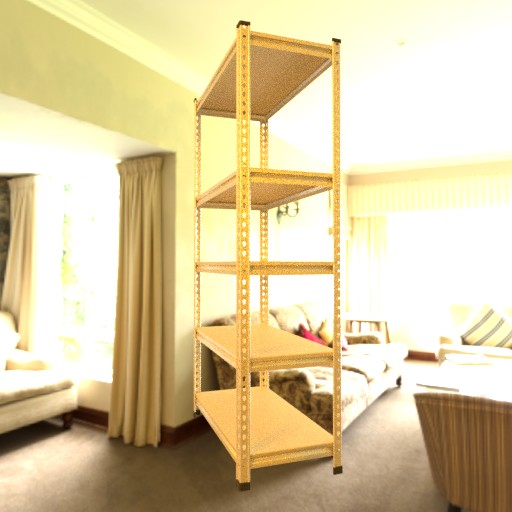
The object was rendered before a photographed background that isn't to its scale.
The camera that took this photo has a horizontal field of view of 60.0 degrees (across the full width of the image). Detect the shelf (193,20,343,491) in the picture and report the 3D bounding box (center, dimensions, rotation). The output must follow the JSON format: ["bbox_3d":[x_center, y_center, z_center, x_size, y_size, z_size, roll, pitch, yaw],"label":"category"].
[{"bbox_3d":[0.000,0.000,2.223,0.457,1.829,0.914,0,-1,-19],"label":"shelf"}]
